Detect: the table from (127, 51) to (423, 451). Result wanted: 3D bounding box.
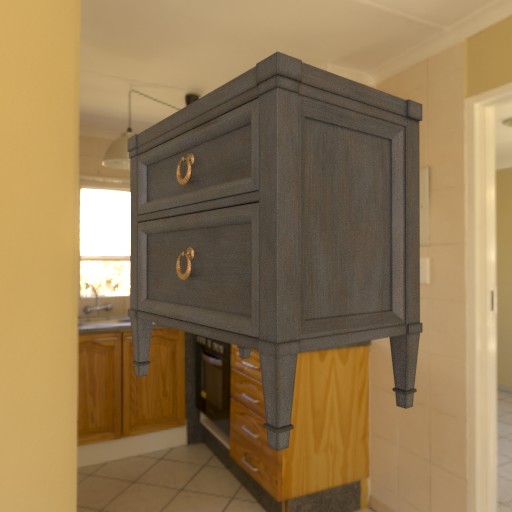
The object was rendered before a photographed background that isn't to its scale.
[{"bbox_3d":[0.000,0.000,1.103,0.413,0.660,0.660,0,-1,-37],"label":"table"}]
